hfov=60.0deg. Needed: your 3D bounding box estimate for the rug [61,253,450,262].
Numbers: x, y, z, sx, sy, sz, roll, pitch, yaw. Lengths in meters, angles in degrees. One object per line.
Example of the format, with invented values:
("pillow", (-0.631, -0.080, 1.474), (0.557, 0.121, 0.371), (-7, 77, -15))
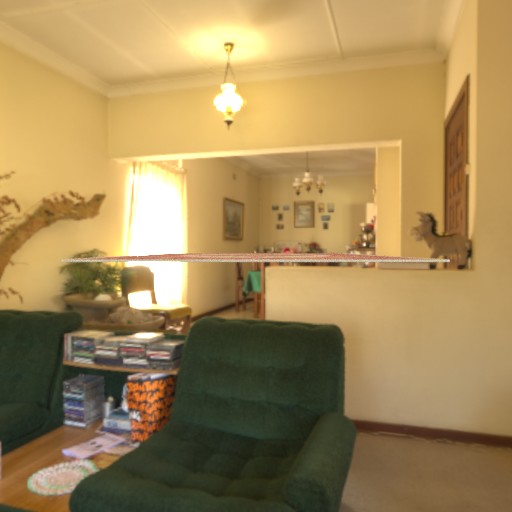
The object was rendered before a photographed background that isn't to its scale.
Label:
("rug", (0.000, 0.000, 2.874), (1.555, 0.011, 2.232), (0, 1, 0))
